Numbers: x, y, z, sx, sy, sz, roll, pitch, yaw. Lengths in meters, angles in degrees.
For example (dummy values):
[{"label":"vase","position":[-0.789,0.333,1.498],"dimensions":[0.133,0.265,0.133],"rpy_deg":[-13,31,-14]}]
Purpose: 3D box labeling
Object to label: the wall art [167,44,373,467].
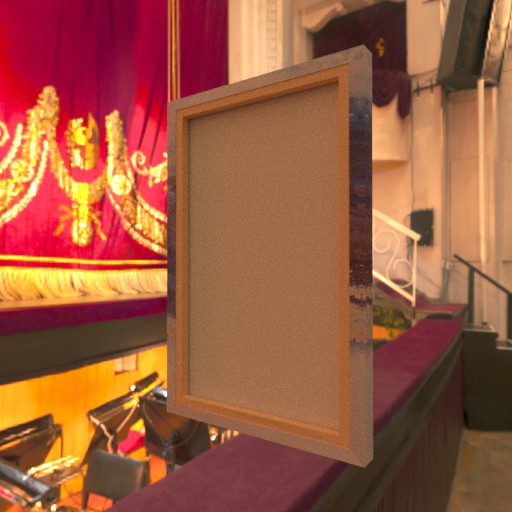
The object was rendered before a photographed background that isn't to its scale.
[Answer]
[{"label":"wall art","position":[0.000,0.000,1.104],"dimensions":[0.583,0.874,0.048],"rpy_deg":[0,-1,35]}]
